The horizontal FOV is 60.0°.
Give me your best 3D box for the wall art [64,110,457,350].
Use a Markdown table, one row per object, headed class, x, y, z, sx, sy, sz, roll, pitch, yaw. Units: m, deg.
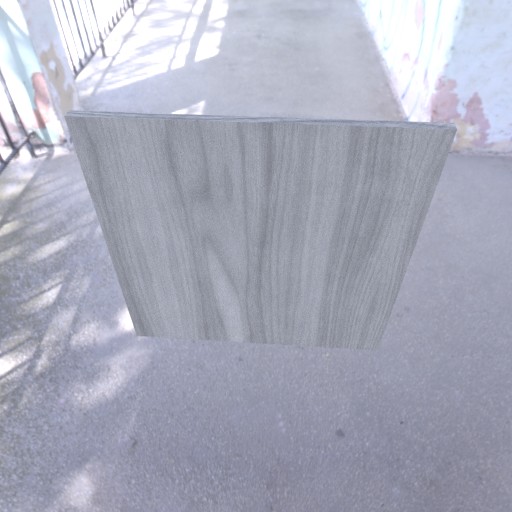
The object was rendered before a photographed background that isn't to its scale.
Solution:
| class | x | y | z | sx | sy | sz | roll | pitch | yaw |
| --- | --- | --- | --- | --- | --- | --- | --- | --- | --- |
| wall art | 0.000 | 0.000 | 0.756 | 0.508 | 0.507 | 0.016 | 3 | 46 | 3 |
